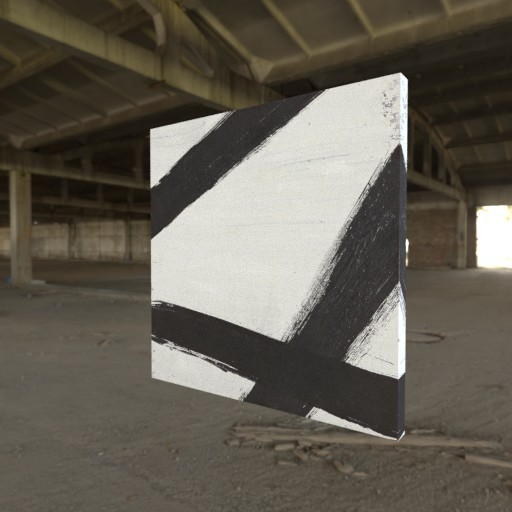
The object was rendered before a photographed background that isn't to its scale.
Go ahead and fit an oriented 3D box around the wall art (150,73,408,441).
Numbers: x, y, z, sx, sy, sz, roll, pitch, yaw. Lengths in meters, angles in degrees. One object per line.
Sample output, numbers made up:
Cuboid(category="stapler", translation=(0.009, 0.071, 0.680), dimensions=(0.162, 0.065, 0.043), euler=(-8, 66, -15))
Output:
Cuboid(category="wall art", translation=(0.000, 0.000, 1.160), dimensions=(0.765, 0.765, 0.046), euler=(1, 2, 36))
